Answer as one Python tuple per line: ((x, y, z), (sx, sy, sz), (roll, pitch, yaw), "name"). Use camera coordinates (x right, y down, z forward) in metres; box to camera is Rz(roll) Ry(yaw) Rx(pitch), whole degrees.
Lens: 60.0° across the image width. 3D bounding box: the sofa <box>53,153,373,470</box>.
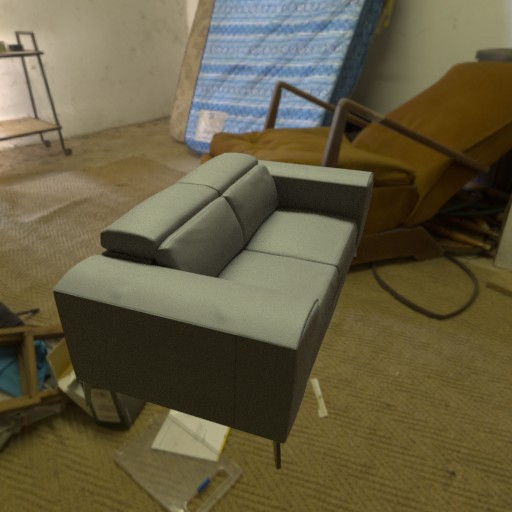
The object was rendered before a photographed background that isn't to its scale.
((0.000, 0.000, 2.423), (1.003, 0.779, 1.895), (10, 30, 18), "sofa")
